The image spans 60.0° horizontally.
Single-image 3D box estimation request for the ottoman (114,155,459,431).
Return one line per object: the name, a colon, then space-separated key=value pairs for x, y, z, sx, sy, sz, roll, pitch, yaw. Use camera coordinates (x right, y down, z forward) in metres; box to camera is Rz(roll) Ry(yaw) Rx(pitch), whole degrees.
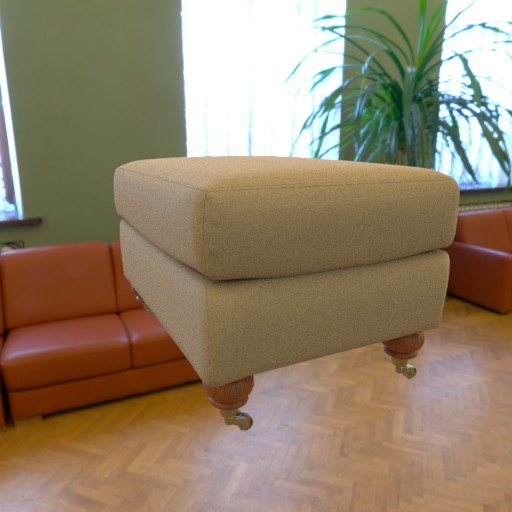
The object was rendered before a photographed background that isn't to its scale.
ottoman: x=0.000 y=0.000 z=1.129 sx=0.574 sy=0.497 sz=0.773 roll=-7 pitch=16 yaw=-26
